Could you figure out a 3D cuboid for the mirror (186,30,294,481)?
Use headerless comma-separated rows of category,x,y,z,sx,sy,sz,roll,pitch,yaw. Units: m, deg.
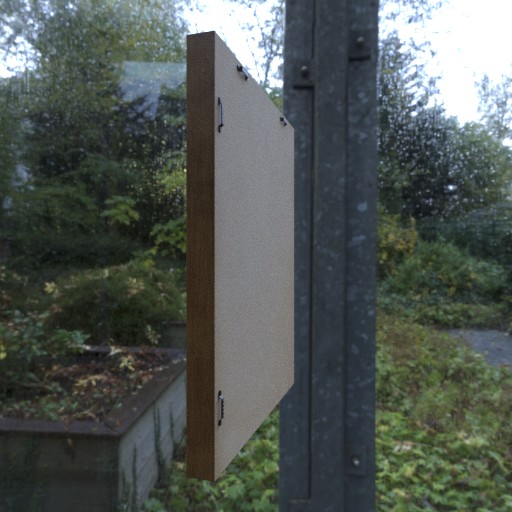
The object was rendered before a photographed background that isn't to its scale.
mirror,0.000,0.000,0.696,0.041,0.508,0.405,0,0,18
